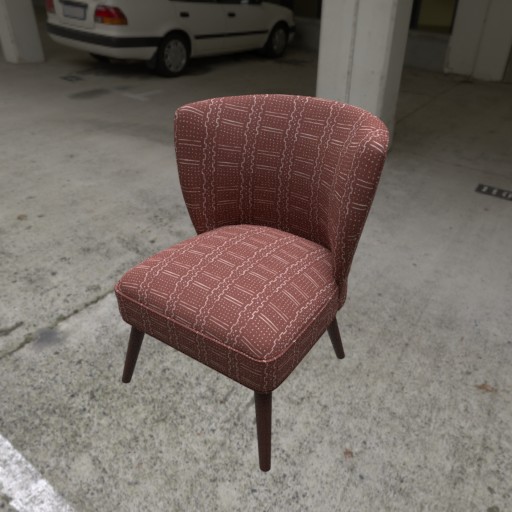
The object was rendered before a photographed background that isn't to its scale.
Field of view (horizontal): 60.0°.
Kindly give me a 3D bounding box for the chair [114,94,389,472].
[{"bbox_3d":[0.000,0.000,1.432,0.706,0.866,0.758,20,36,29],"label":"chair"}]
